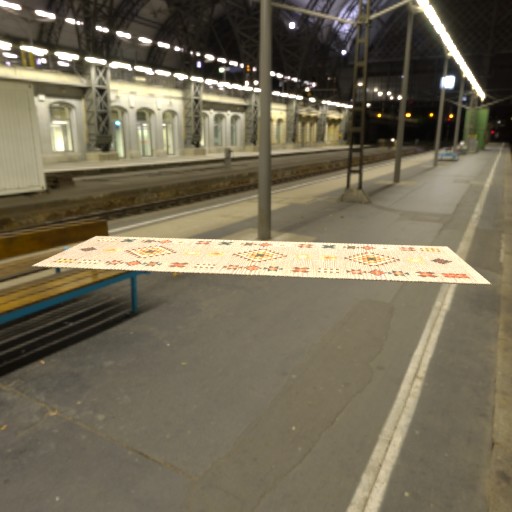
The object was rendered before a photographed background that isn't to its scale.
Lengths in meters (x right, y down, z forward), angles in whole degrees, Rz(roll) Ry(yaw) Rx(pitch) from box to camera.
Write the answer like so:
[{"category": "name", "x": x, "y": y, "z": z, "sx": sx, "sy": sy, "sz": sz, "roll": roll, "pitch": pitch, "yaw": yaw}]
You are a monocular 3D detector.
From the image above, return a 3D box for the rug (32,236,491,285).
[{"category": "rug", "x": 0.000, "y": 0.000, "z": 2.692, "sx": 2.432, "sy": 0.008, "sz": 0.766, "roll": 2, "pitch": 15, "yaw": 7}]
